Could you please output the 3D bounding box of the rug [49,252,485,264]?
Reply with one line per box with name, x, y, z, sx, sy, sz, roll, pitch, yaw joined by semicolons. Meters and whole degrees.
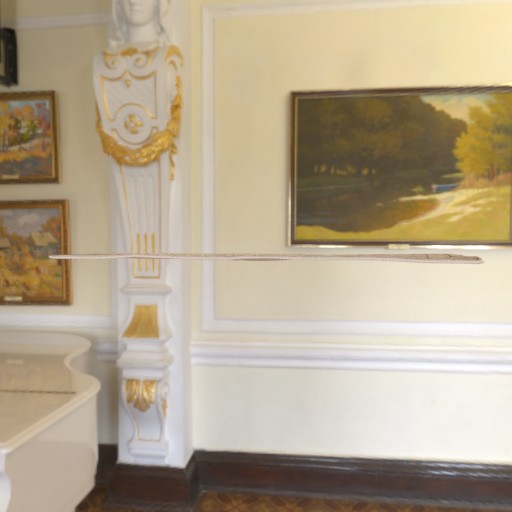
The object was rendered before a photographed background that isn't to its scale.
rug;0.000;0.000;2.688;2.381;0.036;0.831;0;1;19
